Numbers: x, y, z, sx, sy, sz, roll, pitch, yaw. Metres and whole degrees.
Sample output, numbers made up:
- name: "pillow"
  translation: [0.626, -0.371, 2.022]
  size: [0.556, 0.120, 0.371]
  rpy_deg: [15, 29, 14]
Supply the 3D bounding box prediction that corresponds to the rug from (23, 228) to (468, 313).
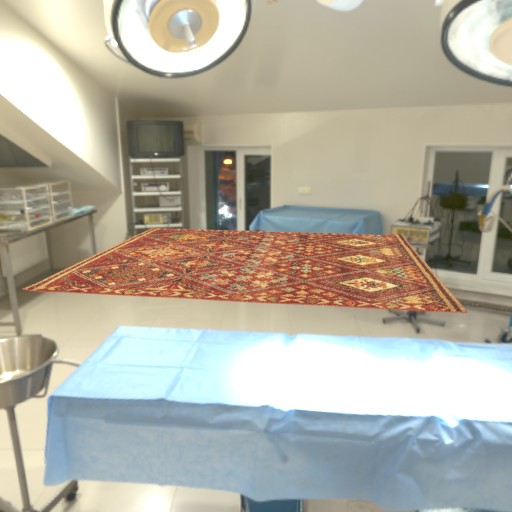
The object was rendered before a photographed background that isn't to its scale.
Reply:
- name: "rug"
  translation: [0.000, 0.000, 4.197]
  size: [3.086, 0.030, 2.489]
  rpy_deg: [2, 14, 8]
